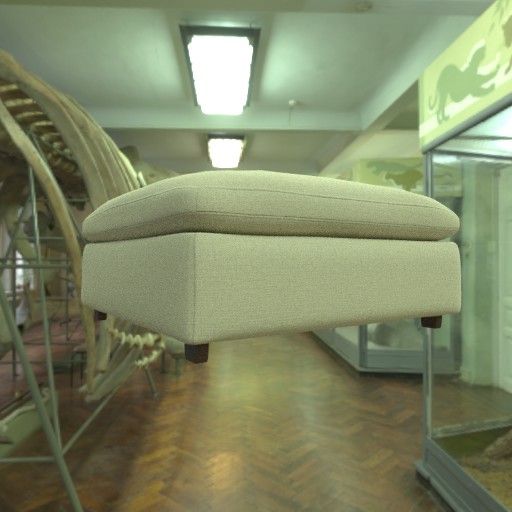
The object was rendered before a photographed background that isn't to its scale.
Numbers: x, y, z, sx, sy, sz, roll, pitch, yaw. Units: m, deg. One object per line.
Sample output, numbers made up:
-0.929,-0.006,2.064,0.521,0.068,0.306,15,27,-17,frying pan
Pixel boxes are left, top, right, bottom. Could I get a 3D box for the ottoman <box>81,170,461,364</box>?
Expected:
0.000,0.000,1.535,0.977,0.467,0.996,0,0,-34,ottoman
